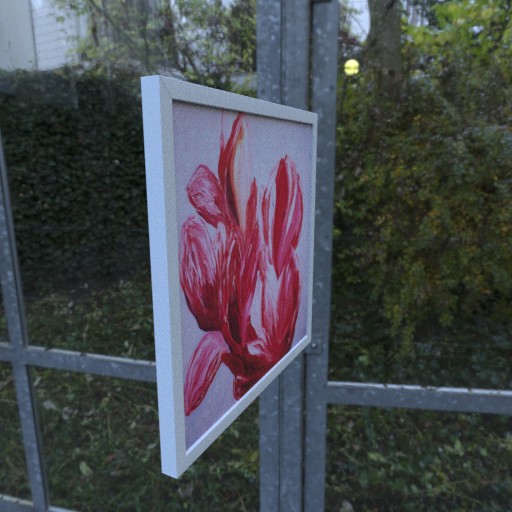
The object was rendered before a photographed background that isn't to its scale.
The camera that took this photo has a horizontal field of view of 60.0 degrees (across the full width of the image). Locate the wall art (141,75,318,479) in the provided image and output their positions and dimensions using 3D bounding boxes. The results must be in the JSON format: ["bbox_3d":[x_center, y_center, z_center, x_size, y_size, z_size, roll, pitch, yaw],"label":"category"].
[{"bbox_3d":[0.000,0.000,0.682,0.023,0.453,0.455,6,14,27],"label":"wall art"}]
